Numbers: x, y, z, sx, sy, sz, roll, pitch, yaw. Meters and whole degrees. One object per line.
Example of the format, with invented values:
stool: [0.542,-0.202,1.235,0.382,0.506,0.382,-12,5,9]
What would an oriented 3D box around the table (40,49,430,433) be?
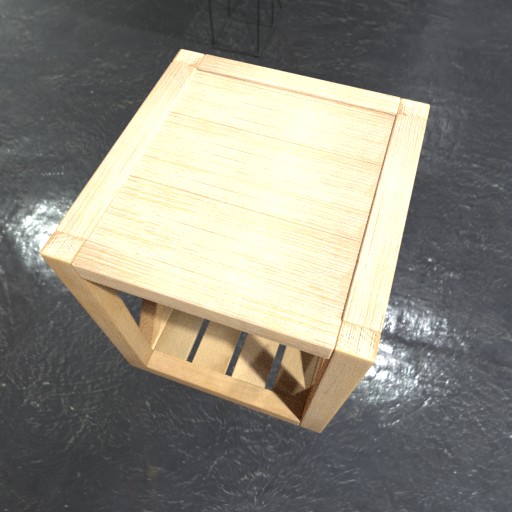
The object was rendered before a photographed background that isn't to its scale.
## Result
table: [0.000,0.000,1.060,0.558,0.610,0.559,17,61,10]
